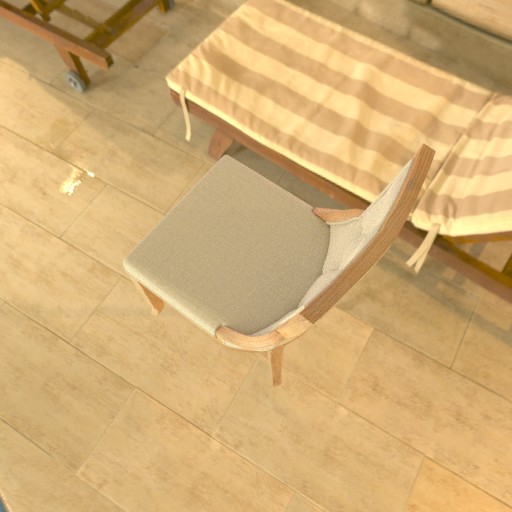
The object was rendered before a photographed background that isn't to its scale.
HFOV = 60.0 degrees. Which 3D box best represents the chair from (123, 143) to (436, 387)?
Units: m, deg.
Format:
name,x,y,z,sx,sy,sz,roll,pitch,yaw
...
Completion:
name,x,y,z,sx,sy,sz,roll,pitch,yaw
chair,0.000,0.000,1.321,0.641,0.947,0.524,34,69,15
